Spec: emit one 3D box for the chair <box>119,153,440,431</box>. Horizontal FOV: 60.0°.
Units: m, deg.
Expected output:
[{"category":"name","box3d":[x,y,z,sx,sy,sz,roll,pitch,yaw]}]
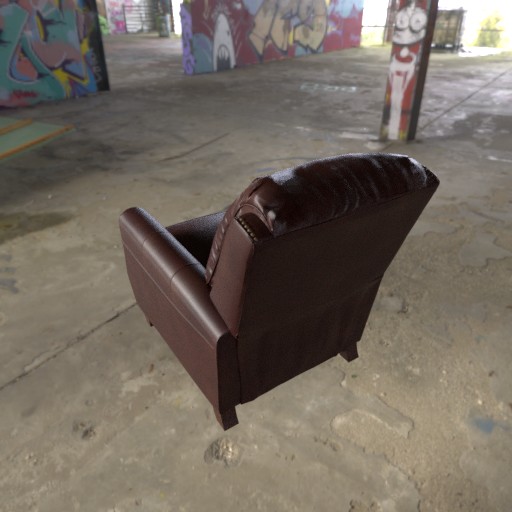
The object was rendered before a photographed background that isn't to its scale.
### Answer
[{"category":"chair","box3d":[0.000,0.000,1.829,0.826,1.022,1.089,-19,35,-29]}]
